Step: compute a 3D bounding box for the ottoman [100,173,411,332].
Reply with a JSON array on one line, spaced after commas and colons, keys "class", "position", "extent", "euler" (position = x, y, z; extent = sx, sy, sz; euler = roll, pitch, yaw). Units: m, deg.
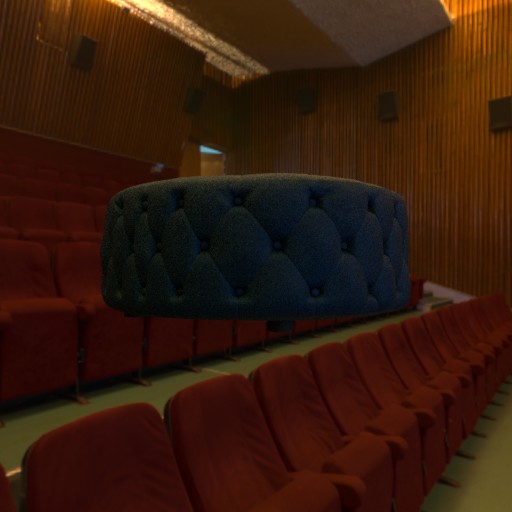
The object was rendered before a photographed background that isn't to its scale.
[{"class": "ottoman", "position": [0.000, 0.000, 1.513], "extent": [0.998, 0.398, 0.998], "euler": [0, -2, 0]}]
